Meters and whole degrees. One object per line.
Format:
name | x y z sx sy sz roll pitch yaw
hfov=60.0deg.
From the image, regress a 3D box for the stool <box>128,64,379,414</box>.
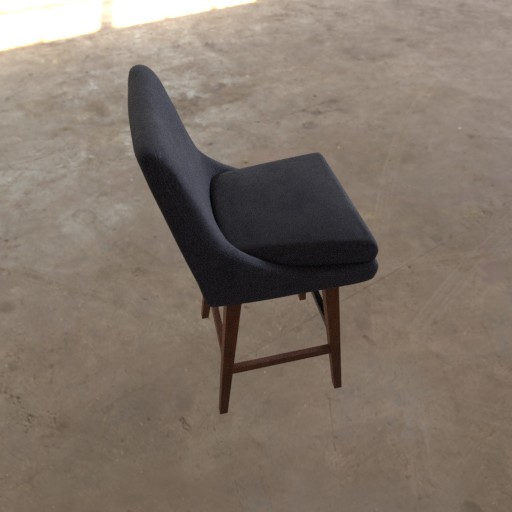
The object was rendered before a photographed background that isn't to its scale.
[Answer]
stool | 0.000 0.000 1.372 0.572 1.068 0.489 -10 46 -9
